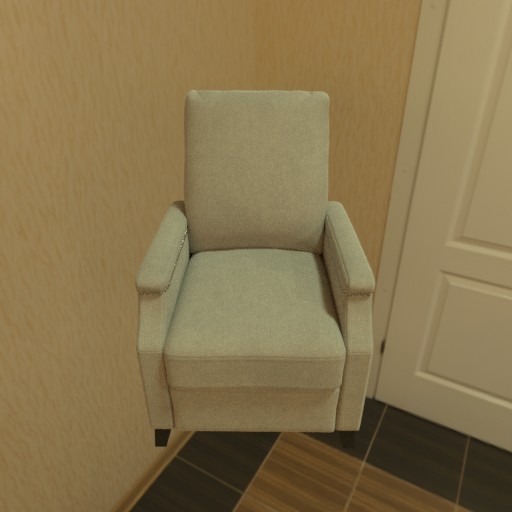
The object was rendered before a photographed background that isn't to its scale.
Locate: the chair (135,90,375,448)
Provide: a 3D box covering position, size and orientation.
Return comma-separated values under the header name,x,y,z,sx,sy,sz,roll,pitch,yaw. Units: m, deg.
name,x,y,z,sx,sy,sz,roll,pitch,yaw
chair,0.000,0.000,1.625,0.710,1.049,0.922,0,30,1
